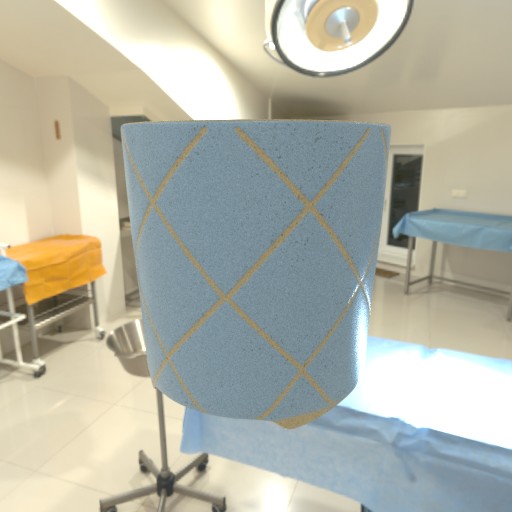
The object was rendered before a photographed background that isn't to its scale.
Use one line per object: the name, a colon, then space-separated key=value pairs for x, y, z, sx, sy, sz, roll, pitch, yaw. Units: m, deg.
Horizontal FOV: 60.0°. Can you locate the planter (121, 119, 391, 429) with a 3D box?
planter: x=0.000 y=0.000 z=0.416 sx=0.227 sy=0.235 sz=0.227 roll=0 pitch=14 yaw=0
